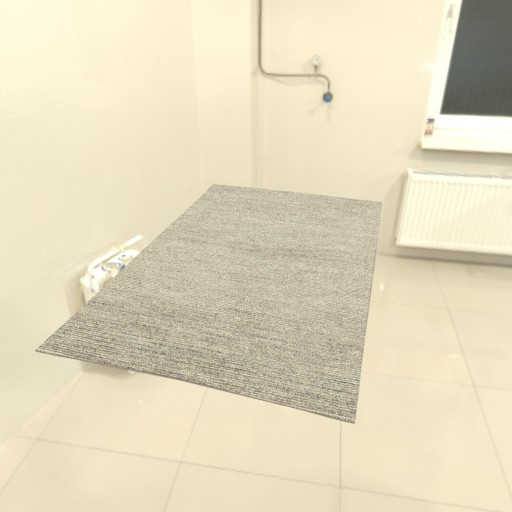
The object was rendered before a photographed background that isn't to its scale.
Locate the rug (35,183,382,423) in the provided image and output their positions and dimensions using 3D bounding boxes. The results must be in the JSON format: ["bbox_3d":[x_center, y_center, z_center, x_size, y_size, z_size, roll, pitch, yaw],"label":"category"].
[{"bbox_3d":[0.000,0.000,2.234,1.162,0.022,1.804,8,31,14],"label":"rug"}]
